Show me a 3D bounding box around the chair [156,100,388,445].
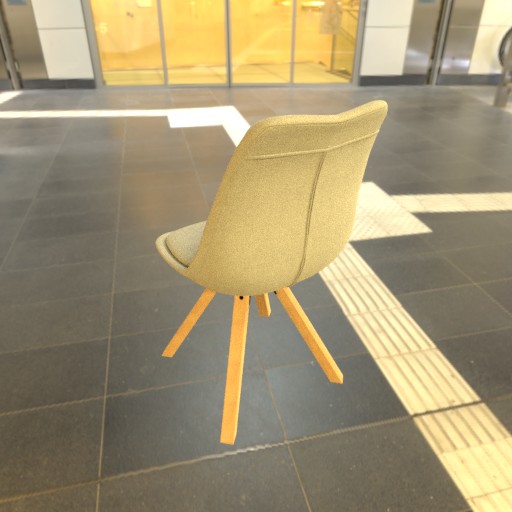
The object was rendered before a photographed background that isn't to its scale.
[{"bbox_3d":[0.000,0.000,1.187,0.474,0.863,0.549,-18,35,-28],"label":"chair"}]
